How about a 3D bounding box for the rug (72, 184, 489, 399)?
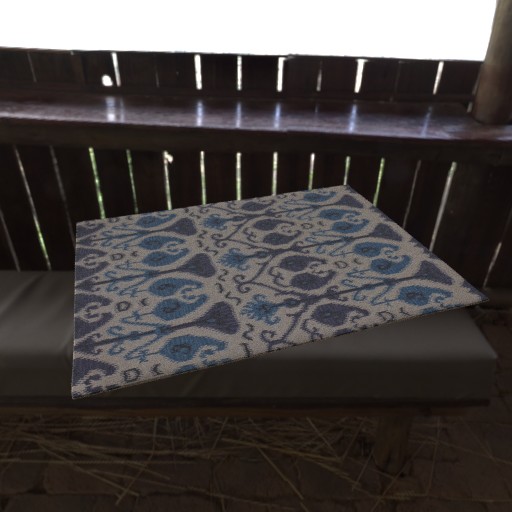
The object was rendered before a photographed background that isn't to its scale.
[{"bbox_3d":[0.000,0.000,4.168,3.228,0.024,2.443,-10,34,-15],"label":"rug"}]
